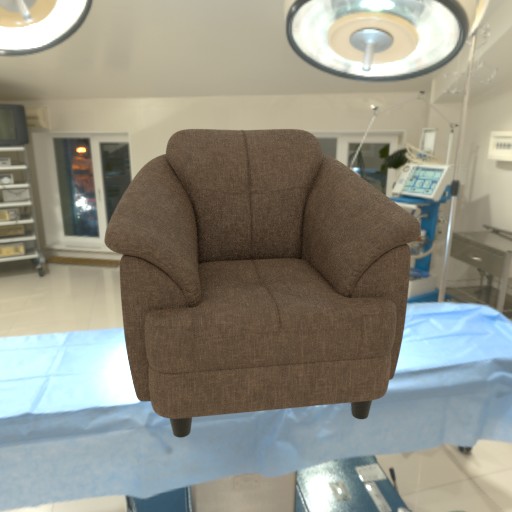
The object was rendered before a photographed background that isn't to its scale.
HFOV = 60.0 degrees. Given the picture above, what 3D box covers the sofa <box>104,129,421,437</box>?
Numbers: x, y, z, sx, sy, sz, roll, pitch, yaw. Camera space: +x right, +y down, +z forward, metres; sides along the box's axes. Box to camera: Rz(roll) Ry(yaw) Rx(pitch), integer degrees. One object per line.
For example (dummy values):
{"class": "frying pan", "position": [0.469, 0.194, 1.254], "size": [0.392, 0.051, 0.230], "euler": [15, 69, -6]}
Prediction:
{"class": "sofa", "position": [0.000, 0.000, 1.467], "size": [0.870, 0.811, 0.794], "euler": [-2, 16, -8]}
